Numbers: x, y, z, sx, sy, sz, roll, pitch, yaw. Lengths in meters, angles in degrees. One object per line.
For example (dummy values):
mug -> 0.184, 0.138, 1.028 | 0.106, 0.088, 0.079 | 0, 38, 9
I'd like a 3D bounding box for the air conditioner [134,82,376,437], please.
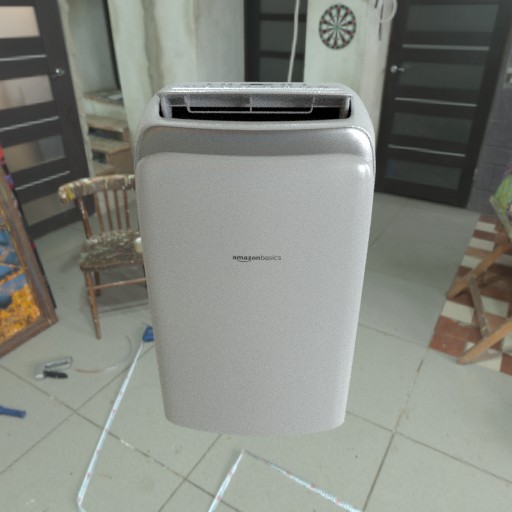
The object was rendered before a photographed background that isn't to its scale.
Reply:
air conditioner -> 0.000, 0.000, 1.051 | 0.449, 0.786, 0.414 | 1, 29, 1
